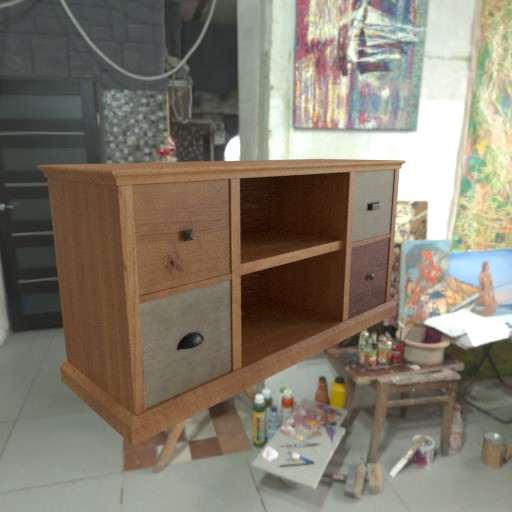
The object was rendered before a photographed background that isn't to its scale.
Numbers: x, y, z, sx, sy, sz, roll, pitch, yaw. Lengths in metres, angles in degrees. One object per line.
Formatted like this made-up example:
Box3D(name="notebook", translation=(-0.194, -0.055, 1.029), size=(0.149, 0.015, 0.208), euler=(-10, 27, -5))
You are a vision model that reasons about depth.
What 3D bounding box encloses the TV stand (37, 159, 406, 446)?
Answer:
Box3D(name="TV stand", translation=(0.000, 0.000, 1.468), size=(1.181, 0.607, 0.417), euler=(-13, 19, -43))
